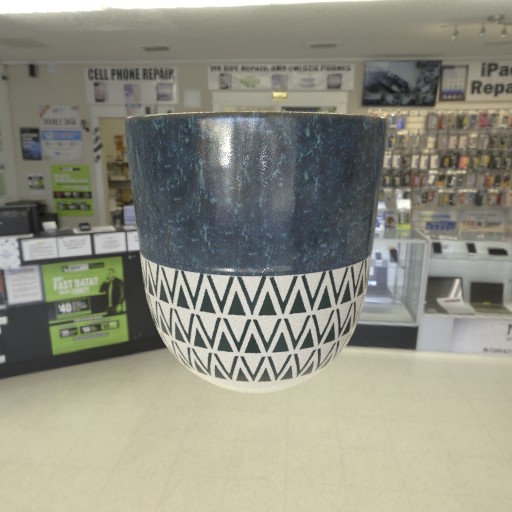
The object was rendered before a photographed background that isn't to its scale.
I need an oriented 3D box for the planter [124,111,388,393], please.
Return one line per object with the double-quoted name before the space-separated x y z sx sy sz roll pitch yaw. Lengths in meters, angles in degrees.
"planter" 0.000 0.000 0.366 0.195 0.214 0.195 0 14 0
